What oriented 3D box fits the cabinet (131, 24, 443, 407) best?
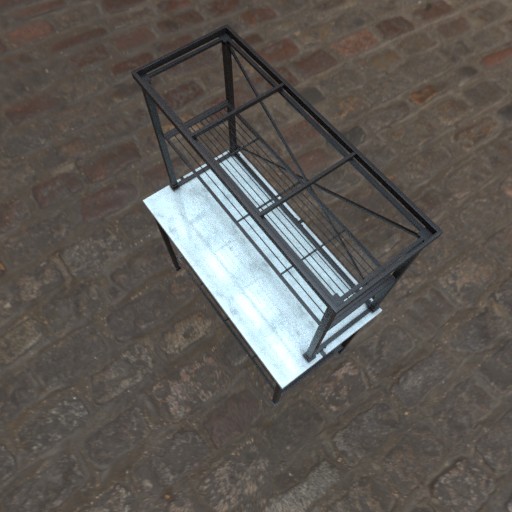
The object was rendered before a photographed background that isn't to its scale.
[{"bbox_3d":[0.000,0.000,2.276,0.610,1.659,1.210,-34,69,-15],"label":"cabinet"}]
